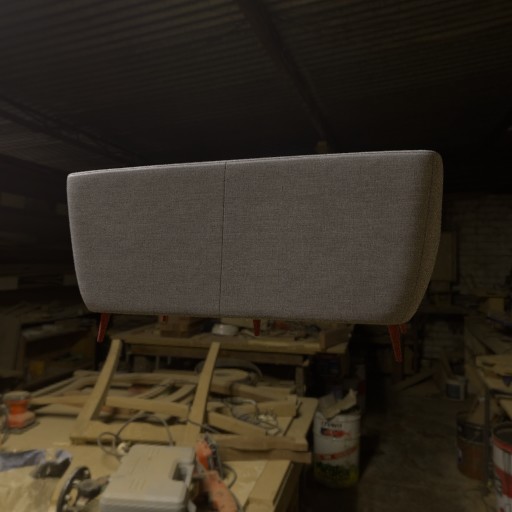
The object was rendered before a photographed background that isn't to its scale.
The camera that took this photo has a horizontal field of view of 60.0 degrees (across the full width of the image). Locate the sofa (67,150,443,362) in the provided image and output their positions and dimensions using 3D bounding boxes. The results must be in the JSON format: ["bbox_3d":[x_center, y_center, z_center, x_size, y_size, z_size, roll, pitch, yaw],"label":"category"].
[{"bbox_3d":[0.000,0.000,2.471,1.930,0.897,0.976,0,0,17],"label":"sofa"}]
